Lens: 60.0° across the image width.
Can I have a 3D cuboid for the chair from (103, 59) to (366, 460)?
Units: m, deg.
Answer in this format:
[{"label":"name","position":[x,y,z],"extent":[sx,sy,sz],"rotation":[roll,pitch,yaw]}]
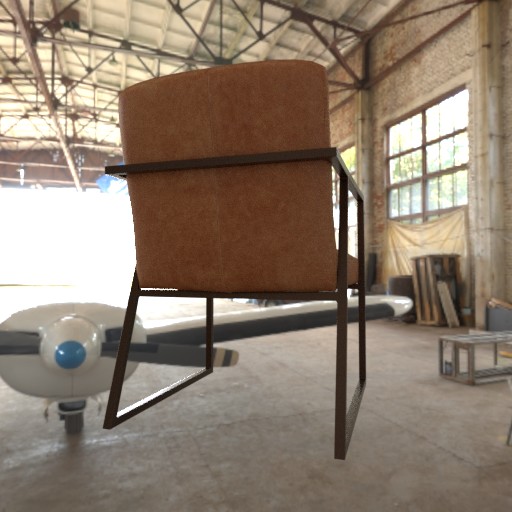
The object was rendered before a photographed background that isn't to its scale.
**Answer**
[{"label":"chair","position":[0.000,0.000,1.271],"extent":[0.571,0.832,0.677],"rotation":[-1,-2,18]}]
